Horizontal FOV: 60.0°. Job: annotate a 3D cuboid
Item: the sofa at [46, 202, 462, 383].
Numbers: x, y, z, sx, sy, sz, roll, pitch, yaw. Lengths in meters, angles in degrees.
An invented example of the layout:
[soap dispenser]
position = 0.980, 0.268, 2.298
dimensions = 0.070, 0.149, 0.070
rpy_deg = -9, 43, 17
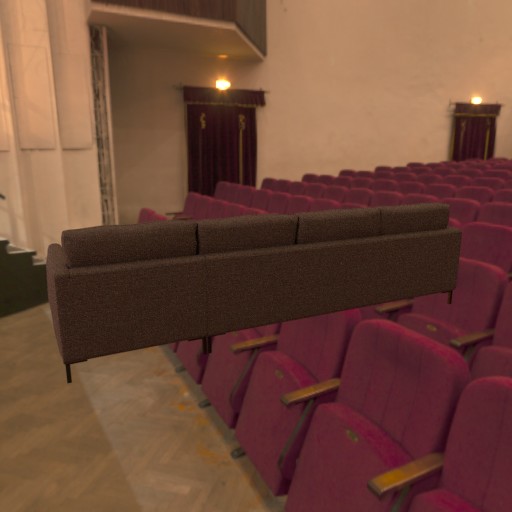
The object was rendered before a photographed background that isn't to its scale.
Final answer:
[sofa]
position = 0.000, 0.000, 3.750
dimensions = 3.221, 0.892, 1.483
rpy_deg = -6, 15, -25
